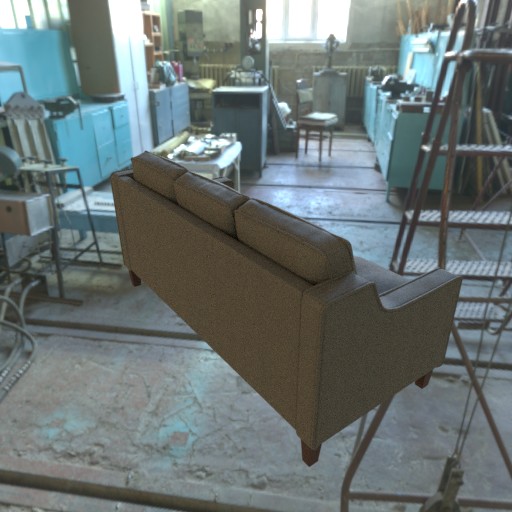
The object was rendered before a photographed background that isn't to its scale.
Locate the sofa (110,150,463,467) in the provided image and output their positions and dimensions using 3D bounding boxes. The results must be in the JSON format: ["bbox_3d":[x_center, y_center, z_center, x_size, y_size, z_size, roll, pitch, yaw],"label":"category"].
[{"bbox_3d":[0.000,0.000,2.552,0.911,0.974,1.986,-18,31,-32],"label":"sofa"}]
